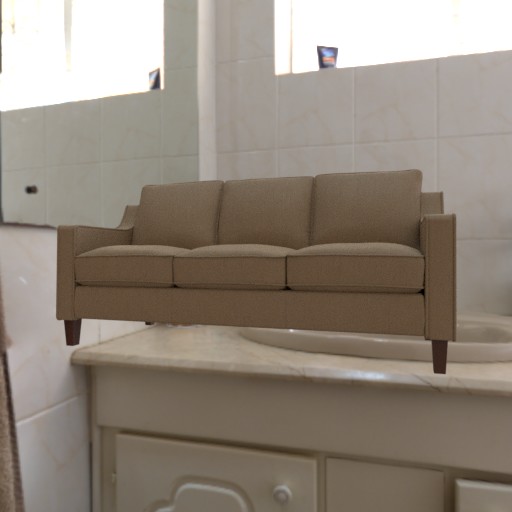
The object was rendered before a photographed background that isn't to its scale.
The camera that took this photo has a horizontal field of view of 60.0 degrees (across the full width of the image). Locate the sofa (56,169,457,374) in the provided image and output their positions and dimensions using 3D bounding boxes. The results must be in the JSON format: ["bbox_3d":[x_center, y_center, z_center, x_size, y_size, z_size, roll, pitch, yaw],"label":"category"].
[{"bbox_3d":[0.000,0.000,2.497,1.986,0.974,0.911,0,0,18],"label":"sofa"}]
